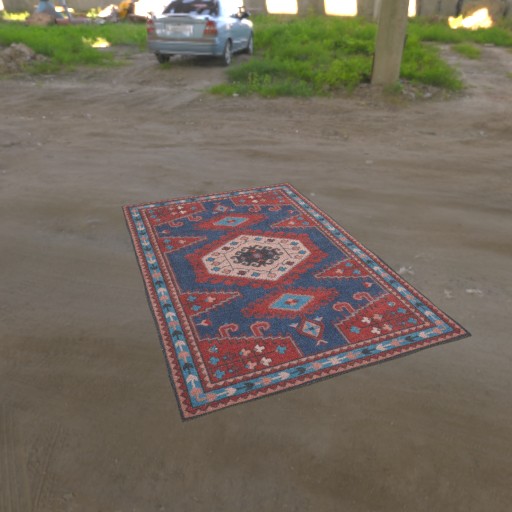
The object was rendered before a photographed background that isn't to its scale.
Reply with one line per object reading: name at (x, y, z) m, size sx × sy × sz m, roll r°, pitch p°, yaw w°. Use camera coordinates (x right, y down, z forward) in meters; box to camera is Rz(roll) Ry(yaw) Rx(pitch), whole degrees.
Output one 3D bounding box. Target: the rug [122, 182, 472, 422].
rug at (0.000, 0.000, 2.356) m, size 1.207 × 0.012 × 1.820 m, roll -11°, pitch 32°, yaw -18°
